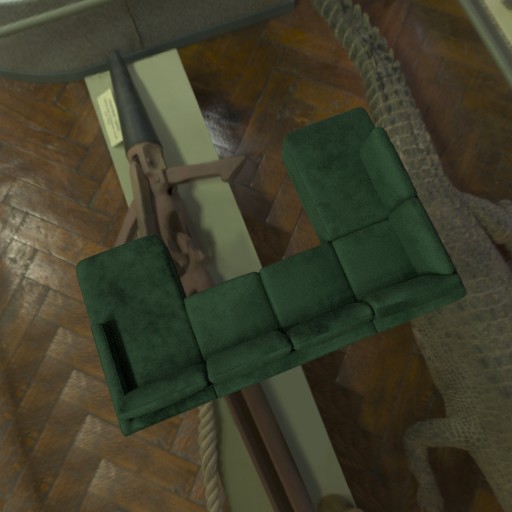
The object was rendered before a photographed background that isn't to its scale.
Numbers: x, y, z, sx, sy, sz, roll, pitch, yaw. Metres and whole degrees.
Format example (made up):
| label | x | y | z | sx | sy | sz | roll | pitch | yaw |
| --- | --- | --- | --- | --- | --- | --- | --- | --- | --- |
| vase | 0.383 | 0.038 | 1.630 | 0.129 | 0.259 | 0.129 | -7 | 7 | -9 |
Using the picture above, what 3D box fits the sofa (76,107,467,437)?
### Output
| label | x | y | z | sx | sy | sz | roll | pitch | yaw |
| --- | --- | --- | --- | --- | --- | --- | --- | --- | --- |
| sofa | 0.000 | 0.000 | 3.873 | 2.994 | 0.861 | 1.992 | -21 | 76 | -5 |
